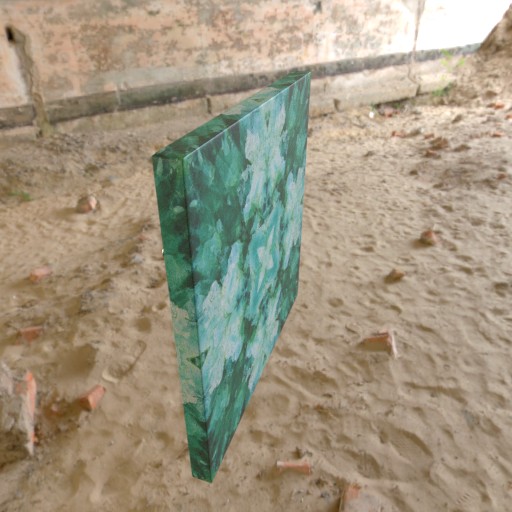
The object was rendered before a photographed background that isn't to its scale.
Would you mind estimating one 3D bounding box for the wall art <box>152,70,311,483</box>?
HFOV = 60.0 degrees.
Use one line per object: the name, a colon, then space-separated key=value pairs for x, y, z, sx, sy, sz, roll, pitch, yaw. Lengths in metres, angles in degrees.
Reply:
wall art: x=0.000 y=0.000 z=0.743 sx=0.038 sy=0.508 sz=0.507 roll=10 pitch=33 yaw=16
